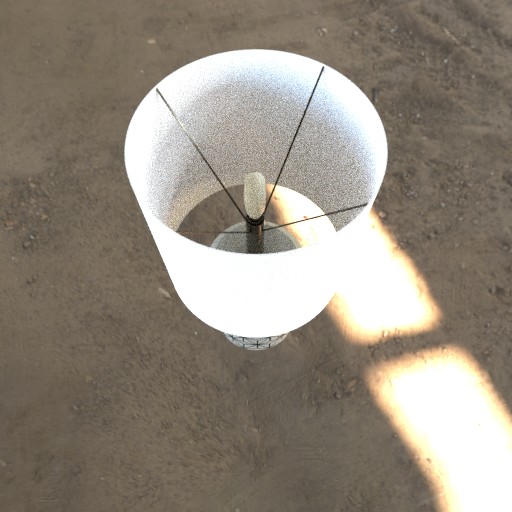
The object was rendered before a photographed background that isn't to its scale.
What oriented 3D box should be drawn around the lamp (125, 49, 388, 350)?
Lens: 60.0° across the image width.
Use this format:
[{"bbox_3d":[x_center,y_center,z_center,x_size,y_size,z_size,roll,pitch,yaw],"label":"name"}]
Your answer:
[{"bbox_3d":[0.000,0.000,0.536,0.206,0.416,0.206,32,68,15],"label":"lamp"}]
